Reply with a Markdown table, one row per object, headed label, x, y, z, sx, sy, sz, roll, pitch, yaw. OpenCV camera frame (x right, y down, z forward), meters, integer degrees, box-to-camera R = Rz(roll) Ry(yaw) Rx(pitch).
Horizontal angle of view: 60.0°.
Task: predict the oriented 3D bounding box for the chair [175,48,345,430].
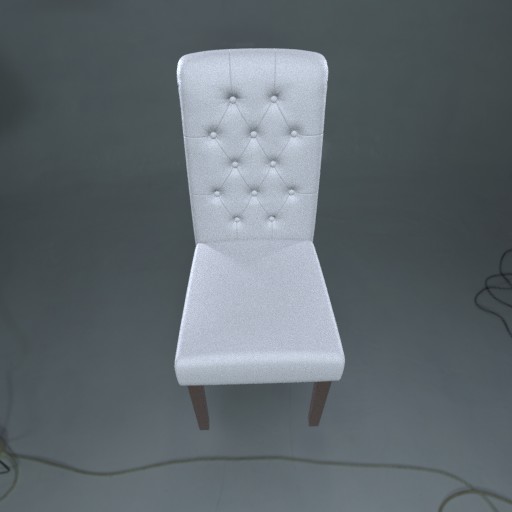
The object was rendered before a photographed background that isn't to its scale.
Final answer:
| label | x | y | z | sx | sy | sz | roll | pitch | yaw |
| --- | --- | --- | --- | --- | --- | --- | --- | --- | --- |
| chair | 0.000 | 0.000 | 1.354 | 0.456 | 1.006 | 0.671 | -1 | 46 | -1 |
